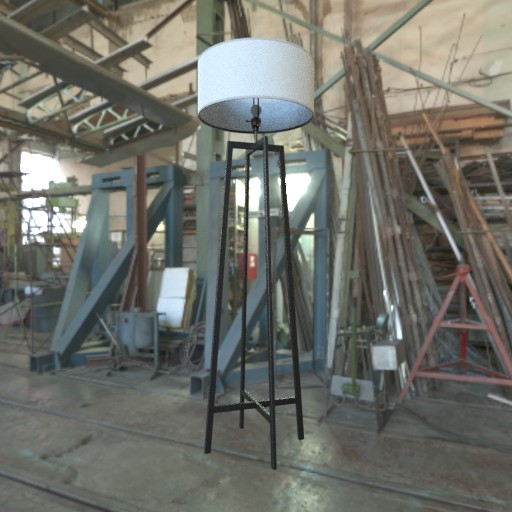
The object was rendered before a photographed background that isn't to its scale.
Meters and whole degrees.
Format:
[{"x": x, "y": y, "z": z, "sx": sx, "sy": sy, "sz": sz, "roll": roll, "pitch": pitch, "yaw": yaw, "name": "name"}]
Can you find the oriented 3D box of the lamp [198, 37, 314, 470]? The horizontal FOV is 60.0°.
[{"x": 0.000, "y": 0.000, "z": 1.761, "sx": 0.456, "sy": 1.510, "sz": 0.457, "roll": 0, "pitch": 0, "yaw": -19, "name": "lamp"}]
